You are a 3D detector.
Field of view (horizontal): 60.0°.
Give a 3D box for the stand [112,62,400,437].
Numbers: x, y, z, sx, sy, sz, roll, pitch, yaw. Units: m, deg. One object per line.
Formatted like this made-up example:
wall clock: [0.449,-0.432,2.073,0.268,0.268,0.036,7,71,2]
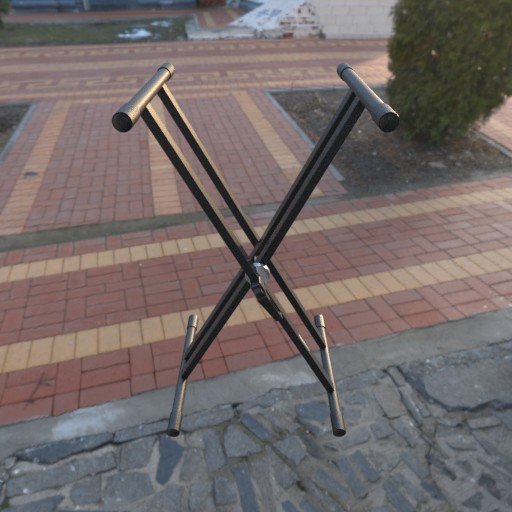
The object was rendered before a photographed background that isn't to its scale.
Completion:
stand: [0.000,0.000,1.208,0.503,0.900,0.495,0,33,0]
